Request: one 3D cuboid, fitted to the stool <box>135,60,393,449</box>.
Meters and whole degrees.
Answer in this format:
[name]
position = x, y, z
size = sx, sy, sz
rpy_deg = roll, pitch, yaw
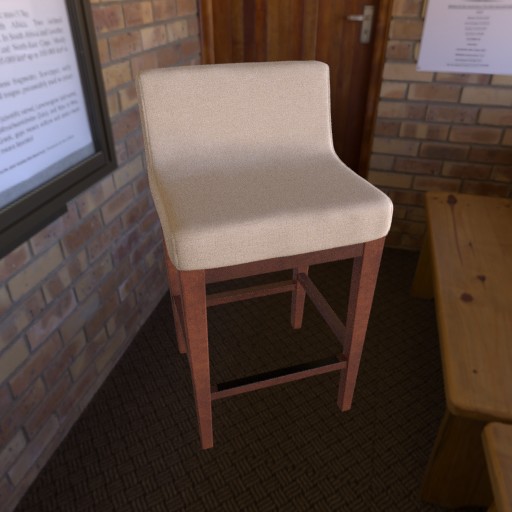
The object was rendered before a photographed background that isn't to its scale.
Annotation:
[stool]
position = 0.000, 0.000, 1.233
size = 0.511, 0.937, 0.500
rpy_deg = -9, 33, -15
